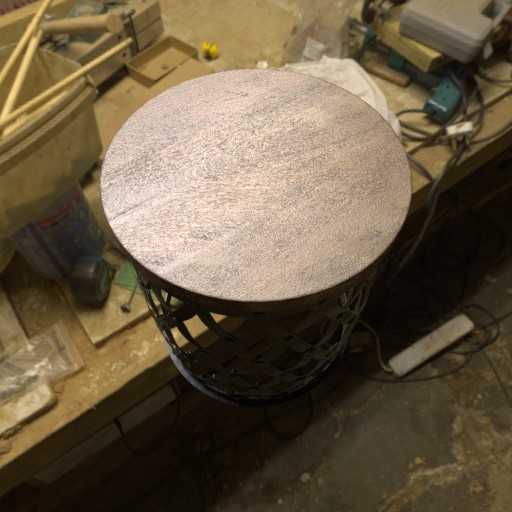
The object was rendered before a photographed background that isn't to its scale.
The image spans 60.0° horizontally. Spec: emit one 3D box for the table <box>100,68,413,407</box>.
[{"bbox_3d":[0.000,0.000,0.773,0.405,0.454,0.405,0,58,0],"label":"table"}]
